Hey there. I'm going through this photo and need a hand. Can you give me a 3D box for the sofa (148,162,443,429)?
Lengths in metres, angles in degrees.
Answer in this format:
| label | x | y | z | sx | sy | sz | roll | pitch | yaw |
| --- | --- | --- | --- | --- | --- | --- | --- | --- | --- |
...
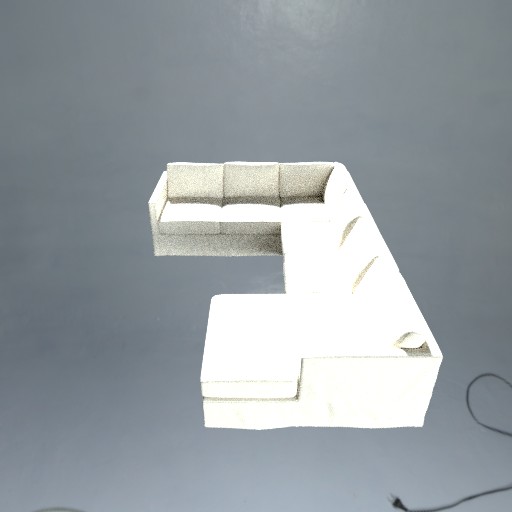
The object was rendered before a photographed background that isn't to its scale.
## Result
| label | x | y | z | sx | sy | sz | roll | pitch | yaw |
| --- | --- | --- | --- | --- | --- | --- | --- | --- | --- |
| sofa | 0.000 | 0.000 | 4.449 | 2.427 | 0.882 | 3.460 | 0 | 31 | 0 |
